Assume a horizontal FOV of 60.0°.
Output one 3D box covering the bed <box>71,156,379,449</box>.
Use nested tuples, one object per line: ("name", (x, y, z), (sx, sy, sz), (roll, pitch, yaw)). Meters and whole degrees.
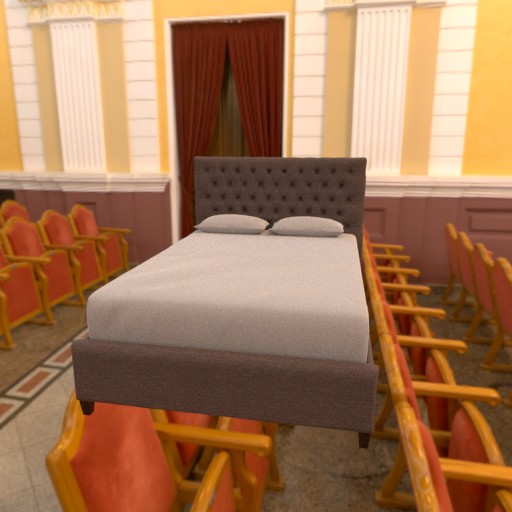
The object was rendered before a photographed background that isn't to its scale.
("bed", (0.000, 0.000, 3.387), (1.698, 1.427, 2.387), (3, 14, 10))
